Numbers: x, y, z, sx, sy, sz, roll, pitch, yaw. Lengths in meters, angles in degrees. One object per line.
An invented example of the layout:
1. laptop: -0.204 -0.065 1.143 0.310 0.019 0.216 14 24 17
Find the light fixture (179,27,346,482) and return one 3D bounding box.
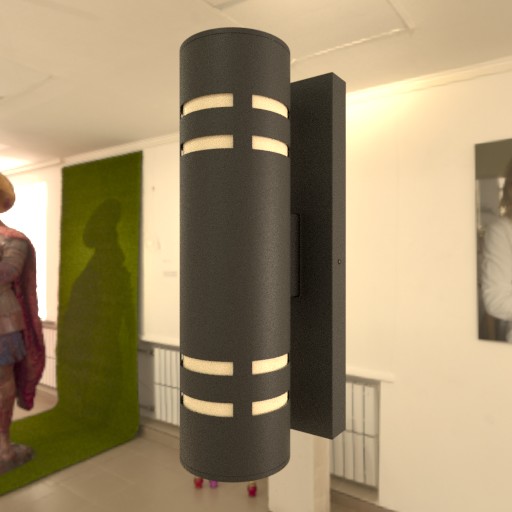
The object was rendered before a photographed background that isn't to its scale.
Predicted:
1. light fixture: 0.000 0.000 0.389 0.105 0.330 0.149 0 0 35
